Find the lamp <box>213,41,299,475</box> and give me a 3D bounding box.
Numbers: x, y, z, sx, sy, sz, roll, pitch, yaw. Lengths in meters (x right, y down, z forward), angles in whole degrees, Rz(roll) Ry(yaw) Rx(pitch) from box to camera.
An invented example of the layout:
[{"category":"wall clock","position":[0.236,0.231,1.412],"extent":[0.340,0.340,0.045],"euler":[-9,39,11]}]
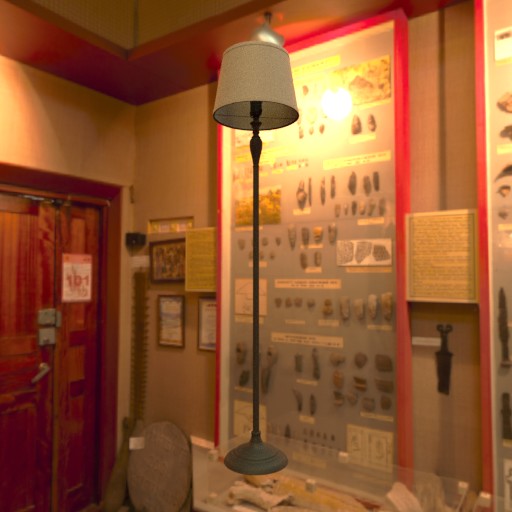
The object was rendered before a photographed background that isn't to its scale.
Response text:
[{"category":"lamp","position":[0.000,0.000,1.658],"extent":[0.327,1.506,0.327],"euler":[-2,-3,36]}]
